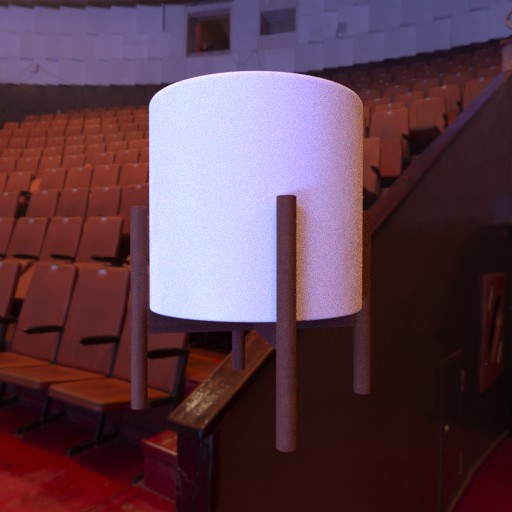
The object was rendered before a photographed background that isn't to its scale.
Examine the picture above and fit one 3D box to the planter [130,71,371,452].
[{"bbox_3d":[0.000,0.000,0.899,0.421,0.581,0.420,1,1,36],"label":"planter"}]
